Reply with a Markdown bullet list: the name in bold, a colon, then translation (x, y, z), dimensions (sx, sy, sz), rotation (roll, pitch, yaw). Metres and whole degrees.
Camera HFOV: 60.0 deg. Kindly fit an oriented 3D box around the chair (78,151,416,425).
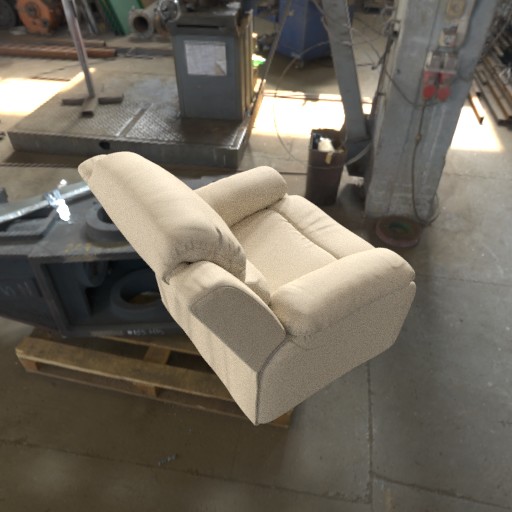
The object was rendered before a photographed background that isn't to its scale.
- **chair**: translation (0.000, 0.000, 1.263), dimensions (0.709, 0.702, 0.680), rotation (-25, 47, -26)
